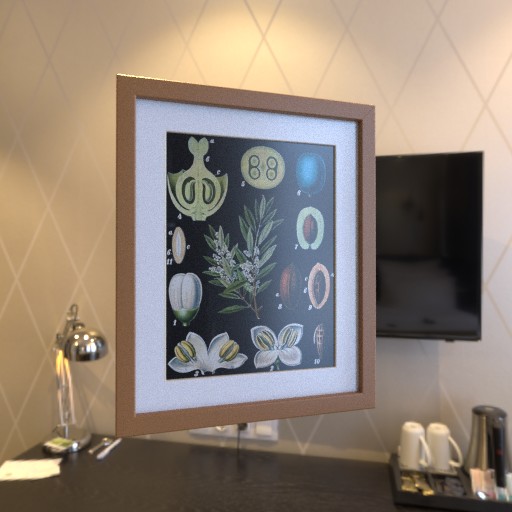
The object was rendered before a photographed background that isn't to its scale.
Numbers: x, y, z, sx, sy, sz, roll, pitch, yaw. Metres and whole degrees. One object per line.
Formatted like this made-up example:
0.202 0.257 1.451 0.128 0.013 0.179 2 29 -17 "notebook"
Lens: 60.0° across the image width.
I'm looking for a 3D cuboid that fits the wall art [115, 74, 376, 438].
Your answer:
0.000 0.000 0.513 0.310 0.379 0.015 0 0 -18 "wall art"
